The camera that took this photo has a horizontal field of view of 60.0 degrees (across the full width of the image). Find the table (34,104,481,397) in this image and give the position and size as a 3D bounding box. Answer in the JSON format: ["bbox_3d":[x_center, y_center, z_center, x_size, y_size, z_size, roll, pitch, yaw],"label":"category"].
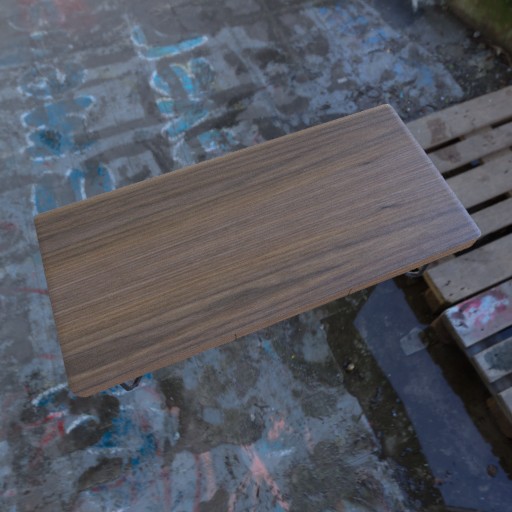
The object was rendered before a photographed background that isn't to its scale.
[{"bbox_3d":[0.000,0.000,1.691,1.375,0.468,0.637,-20,66,-9],"label":"table"}]
